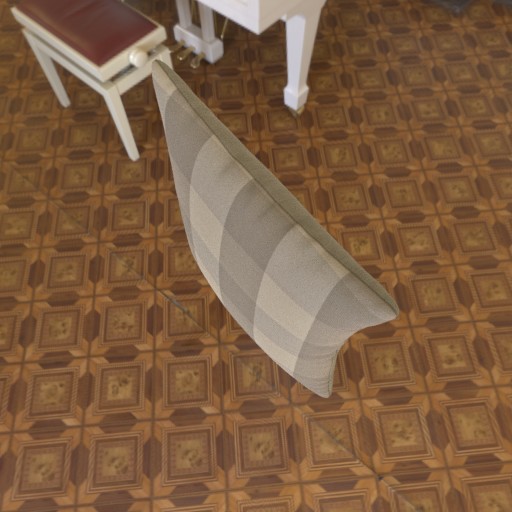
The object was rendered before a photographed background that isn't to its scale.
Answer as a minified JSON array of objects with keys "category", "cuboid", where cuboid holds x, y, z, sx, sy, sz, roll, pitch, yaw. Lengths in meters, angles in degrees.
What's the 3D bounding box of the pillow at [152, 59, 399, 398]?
[{"category":"pillow","cuboid":[0.000,0.000,0.799,0.161,0.509,0.511,-34,68,-16]}]
